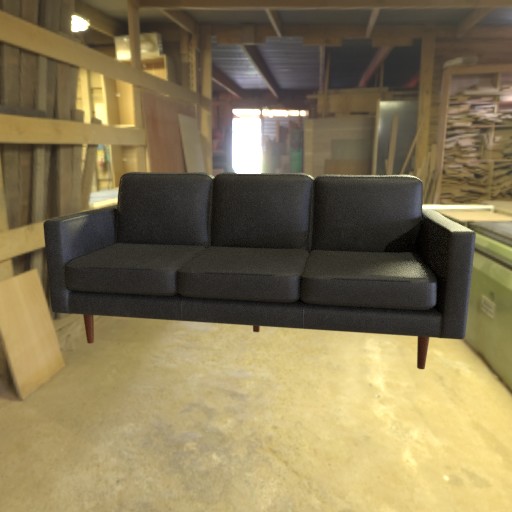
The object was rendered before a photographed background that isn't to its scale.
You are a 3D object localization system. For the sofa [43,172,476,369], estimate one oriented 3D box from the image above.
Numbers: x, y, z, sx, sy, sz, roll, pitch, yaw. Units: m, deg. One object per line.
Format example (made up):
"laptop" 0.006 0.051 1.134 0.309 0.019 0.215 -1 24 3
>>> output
"sofa" 0.000 0.000 2.465 2.029 0.899 0.879 2 12 10
